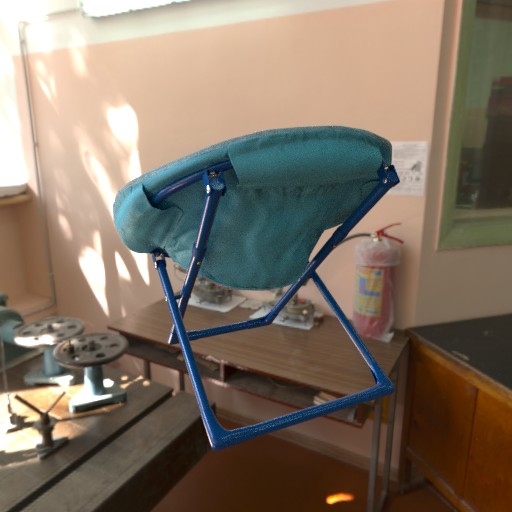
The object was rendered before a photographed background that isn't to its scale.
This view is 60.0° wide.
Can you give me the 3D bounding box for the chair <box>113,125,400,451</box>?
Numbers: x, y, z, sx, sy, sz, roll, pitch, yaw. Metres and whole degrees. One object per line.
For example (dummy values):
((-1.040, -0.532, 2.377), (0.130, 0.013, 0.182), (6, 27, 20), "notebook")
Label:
((0.000, 0.000, 0.873), (0.520, 0.478, 0.465), (-7, 16, -26), "chair")
